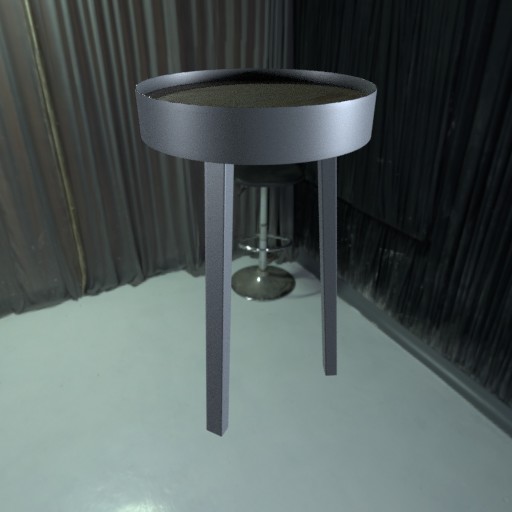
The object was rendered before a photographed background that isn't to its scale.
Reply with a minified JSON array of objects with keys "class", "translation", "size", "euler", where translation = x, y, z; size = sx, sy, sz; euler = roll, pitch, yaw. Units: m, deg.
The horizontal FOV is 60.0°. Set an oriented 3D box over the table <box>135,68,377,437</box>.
[{"class":"table","translation":[0.000,0.000,0.934],"size":[0.406,0.686,0.406],"euler":[-18,34,-28]}]
